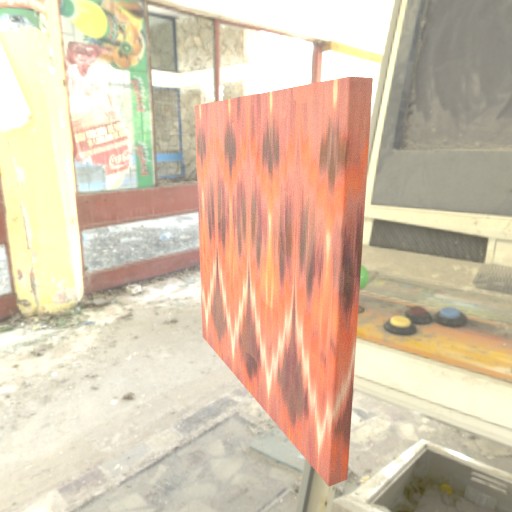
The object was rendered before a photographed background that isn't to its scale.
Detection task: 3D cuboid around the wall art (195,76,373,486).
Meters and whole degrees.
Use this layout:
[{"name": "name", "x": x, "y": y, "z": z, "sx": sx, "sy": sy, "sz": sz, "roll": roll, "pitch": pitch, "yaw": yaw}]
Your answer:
[{"name": "wall art", "x": 0.000, "y": 0.000, "z": 0.892, "sx": 0.037, "sy": 0.609, "sz": 0.603, "roll": -7, "pitch": 17, "yaw": -25}]
